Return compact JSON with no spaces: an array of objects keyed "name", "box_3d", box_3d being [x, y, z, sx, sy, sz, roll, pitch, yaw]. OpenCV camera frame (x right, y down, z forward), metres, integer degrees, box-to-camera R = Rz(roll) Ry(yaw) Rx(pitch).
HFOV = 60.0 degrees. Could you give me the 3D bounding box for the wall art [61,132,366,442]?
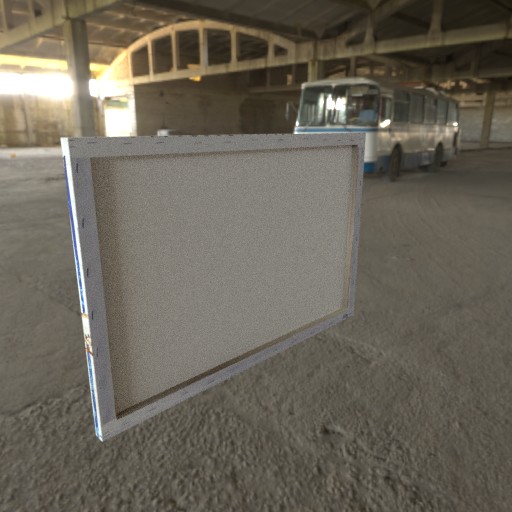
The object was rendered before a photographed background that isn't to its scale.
[{"name":"wall art","box_3d":[0.000,0.000,1.431,1.143,0.757,0.038,-15,22,-42]}]
